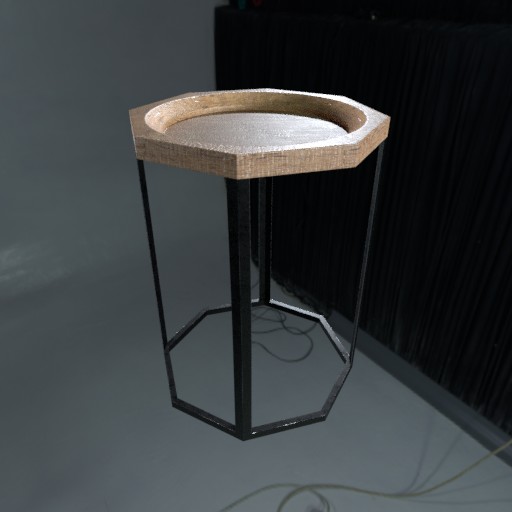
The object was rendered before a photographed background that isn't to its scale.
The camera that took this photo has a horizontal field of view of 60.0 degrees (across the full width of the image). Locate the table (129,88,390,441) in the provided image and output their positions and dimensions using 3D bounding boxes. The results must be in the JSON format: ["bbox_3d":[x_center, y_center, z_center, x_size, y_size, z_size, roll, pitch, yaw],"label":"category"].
[{"bbox_3d":[0.000,0.000,0.879,0.437,0.553,0.437,-22,37,-32],"label":"table"}]
